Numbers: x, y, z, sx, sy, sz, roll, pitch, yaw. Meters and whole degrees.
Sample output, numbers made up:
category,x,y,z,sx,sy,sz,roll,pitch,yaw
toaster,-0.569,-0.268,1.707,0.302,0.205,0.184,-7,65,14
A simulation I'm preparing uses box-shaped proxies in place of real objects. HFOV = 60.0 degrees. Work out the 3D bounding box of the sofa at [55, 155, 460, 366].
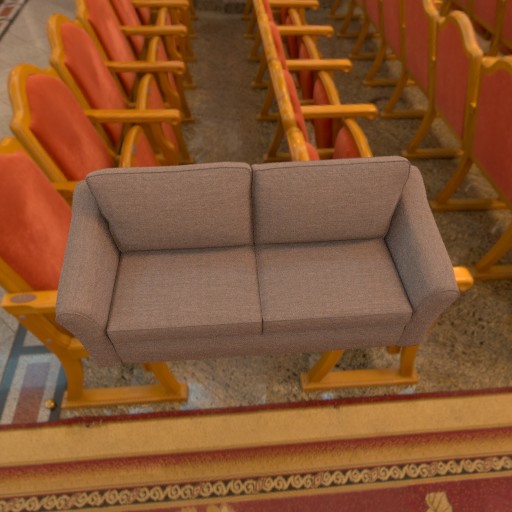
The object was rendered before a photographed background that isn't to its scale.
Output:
category,x,y,z,sx,sy,sz,roll,pitch,yaw
sofa,0.000,0.000,2.786,2.270,0.965,0.980,-3,47,-3
